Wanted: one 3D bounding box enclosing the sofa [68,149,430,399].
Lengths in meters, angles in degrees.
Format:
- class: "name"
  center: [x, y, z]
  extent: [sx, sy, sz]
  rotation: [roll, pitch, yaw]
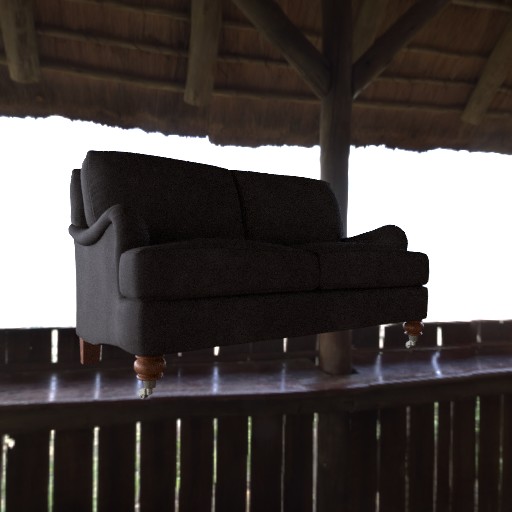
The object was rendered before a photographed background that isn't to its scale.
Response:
- class: "sofa"
  center: [0.000, 0.000, 2.507]
  extent: [1.853, 1.101, 1.084]
  rotation: [0, 0, -36]
